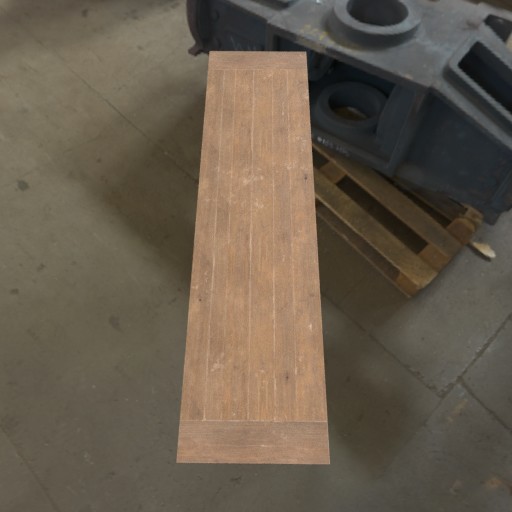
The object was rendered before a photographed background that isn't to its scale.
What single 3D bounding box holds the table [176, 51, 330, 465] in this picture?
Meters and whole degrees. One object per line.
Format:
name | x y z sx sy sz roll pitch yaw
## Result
table | 0.000 0.000 2.102 0.465 0.810 1.800 1 64 0
